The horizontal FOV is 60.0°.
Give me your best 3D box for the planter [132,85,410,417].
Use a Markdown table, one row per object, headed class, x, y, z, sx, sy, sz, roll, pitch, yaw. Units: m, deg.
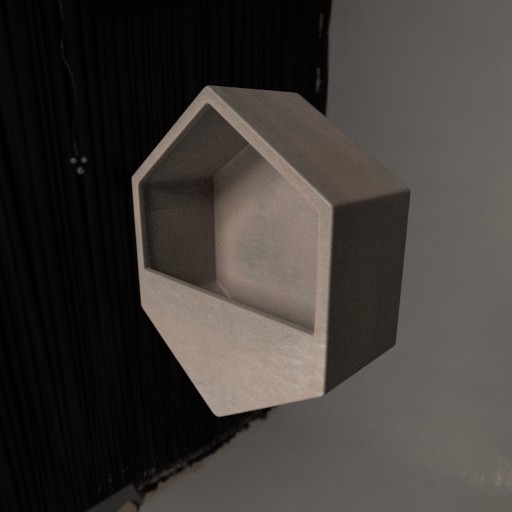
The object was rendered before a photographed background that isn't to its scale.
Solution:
| class | x | y | z | sx | sy | sz | roll | pitch | yaw |
| --- | --- | --- | --- | --- | --- | --- | --- | --- | --- |
| planter | 0.000 | 0.000 | 0.293 | 0.169 | 0.206 | 0.077 | 15 | 22 | 42 |
